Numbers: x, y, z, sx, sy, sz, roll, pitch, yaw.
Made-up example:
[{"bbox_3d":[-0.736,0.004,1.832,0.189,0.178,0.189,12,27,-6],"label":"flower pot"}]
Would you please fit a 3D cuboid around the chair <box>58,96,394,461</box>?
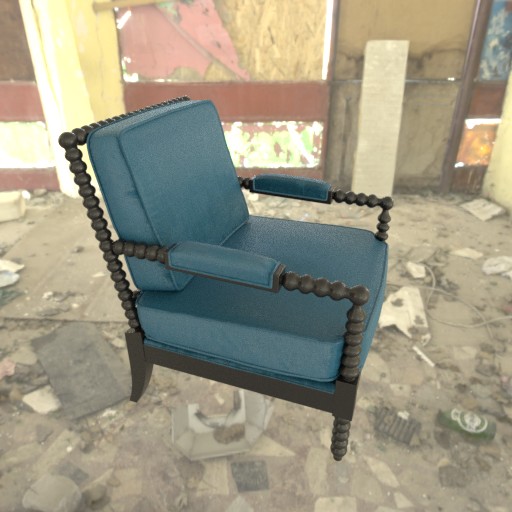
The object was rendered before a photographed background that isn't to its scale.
[{"bbox_3d":[0.000,0.000,1.399,0.805,0.857,0.688,10,30,18],"label":"chair"}]
